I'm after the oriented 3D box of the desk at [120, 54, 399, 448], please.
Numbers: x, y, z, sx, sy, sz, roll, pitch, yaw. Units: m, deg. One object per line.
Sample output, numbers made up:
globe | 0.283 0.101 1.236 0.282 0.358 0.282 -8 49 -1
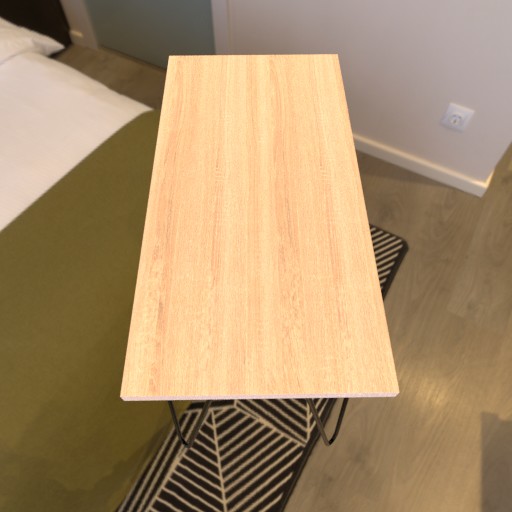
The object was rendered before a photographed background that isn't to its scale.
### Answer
desk | 0.000 0.000 1.332 0.499 0.660 0.991 -1 58 0
